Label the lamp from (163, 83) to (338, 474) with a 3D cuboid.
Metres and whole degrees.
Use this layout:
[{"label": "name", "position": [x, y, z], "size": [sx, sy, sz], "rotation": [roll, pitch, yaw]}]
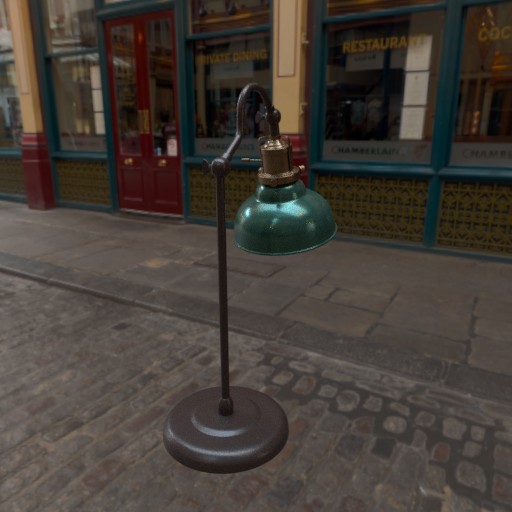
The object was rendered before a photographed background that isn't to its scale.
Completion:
[{"label": "lamp", "position": [0.000, 0.000, 0.694], "size": [0.192, 0.508, 0.374], "rotation": [8, 17, 29]}]
